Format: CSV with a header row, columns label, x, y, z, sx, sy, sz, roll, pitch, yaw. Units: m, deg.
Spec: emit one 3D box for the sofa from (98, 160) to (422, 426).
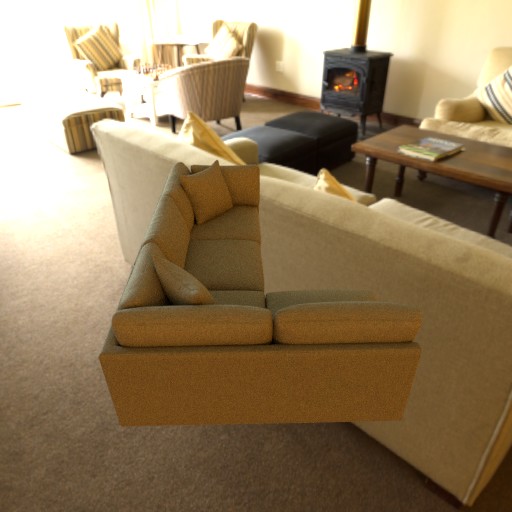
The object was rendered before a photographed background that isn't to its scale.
label,x,y,z,sx,sy,sz,roll,pitch,yaw
sofa,0.000,0.000,4.020,1.994,0.978,2.896,-1,32,-1
